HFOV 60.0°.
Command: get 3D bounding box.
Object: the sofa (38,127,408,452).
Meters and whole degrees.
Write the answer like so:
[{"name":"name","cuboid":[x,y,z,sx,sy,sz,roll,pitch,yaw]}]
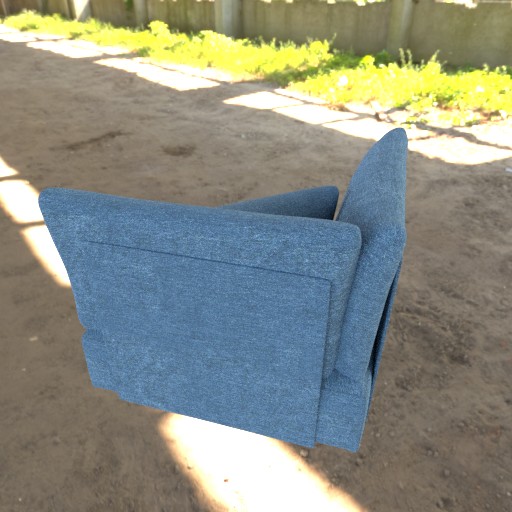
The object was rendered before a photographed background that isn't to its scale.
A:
[{"name":"sofa","cuboid":[0.000,0.000,1.699,1.000,0.820,1.000,9,32,14]}]
